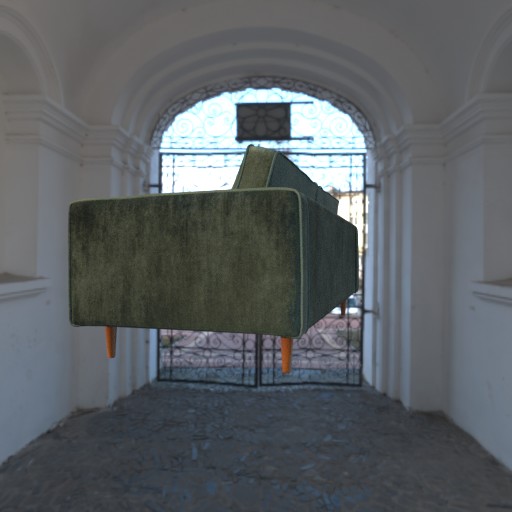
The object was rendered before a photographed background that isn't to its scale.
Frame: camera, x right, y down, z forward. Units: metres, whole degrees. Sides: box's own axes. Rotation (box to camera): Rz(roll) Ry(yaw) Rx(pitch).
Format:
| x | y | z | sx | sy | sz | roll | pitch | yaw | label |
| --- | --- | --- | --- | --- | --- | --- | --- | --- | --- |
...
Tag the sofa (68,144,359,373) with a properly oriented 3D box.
| x | y | z | sx | sy | sz | roll | pitch | yaw | label |
| --- | --- | --- | --- | --- | --- | --- | --- | --- | --- |
| 0.000 | 0.000 | 2.305 | 0.886 | 0.781 | 1.816 | 0 | 0 | 18 | sofa |
